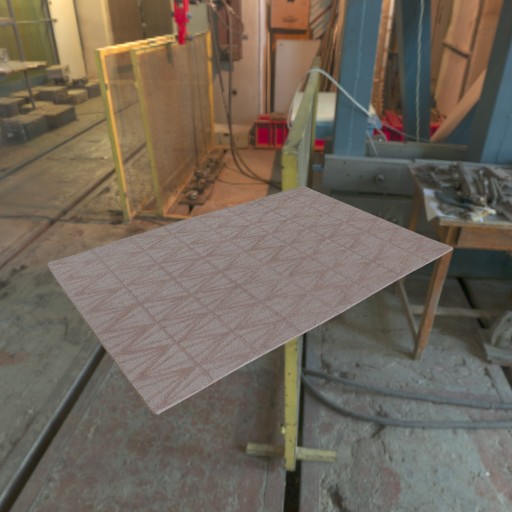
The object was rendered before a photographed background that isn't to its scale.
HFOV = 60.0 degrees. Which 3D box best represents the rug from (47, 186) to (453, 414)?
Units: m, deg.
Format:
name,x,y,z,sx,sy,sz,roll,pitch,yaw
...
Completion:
name,x,y,z,sx,sy,sz,roll,pitch,yaw
rug,0.000,0.000,2.384,1.837,0.025,1.230,-22,37,-32
